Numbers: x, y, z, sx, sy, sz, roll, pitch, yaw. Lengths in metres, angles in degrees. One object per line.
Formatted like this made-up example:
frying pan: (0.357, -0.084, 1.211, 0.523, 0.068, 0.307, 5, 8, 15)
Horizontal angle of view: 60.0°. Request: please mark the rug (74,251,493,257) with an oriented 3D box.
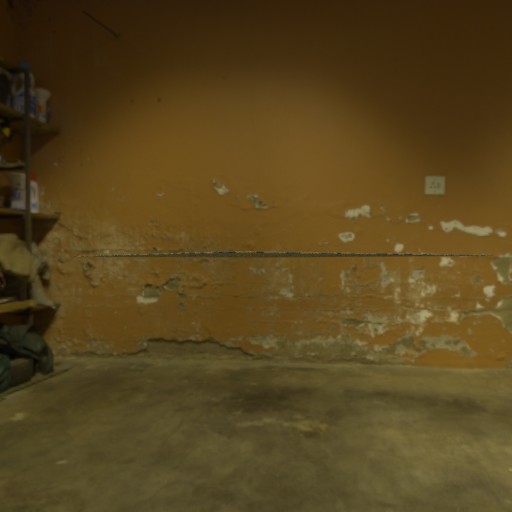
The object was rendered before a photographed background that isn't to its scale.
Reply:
rug: (0.000, 0.000, 4.000, 2.435, 0.007, 3.007, 0, -1, -35)
